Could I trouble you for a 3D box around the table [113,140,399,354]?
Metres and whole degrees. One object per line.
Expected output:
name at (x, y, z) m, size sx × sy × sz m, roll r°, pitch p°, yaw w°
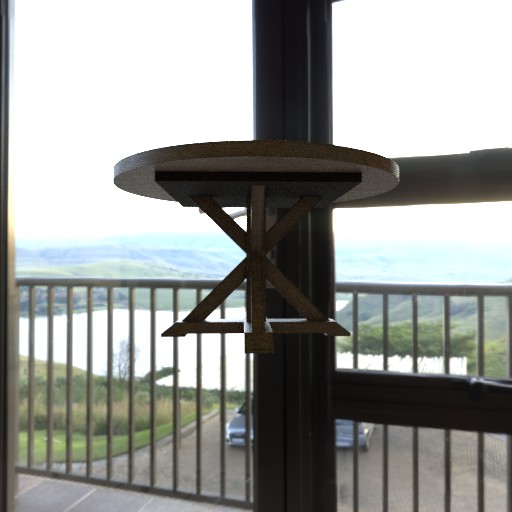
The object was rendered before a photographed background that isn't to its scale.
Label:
table at (0.000, 0.000, 2.206) m, size 1.363 × 0.781 × 1.363 m, roll 0°, pitch -1°, yaw 0°
